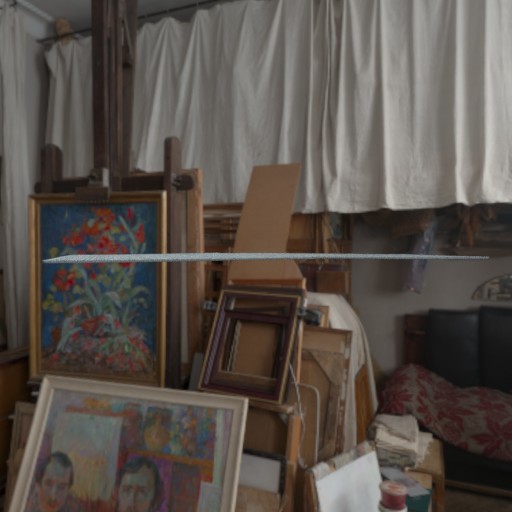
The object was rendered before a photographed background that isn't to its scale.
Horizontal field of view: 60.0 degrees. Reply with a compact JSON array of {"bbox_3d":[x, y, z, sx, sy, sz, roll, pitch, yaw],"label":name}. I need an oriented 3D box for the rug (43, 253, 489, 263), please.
[{"bbox_3d":[0.000,0.000,2.284,1.853,0.022,1.174,0,1,-18],"label":"rug"}]
